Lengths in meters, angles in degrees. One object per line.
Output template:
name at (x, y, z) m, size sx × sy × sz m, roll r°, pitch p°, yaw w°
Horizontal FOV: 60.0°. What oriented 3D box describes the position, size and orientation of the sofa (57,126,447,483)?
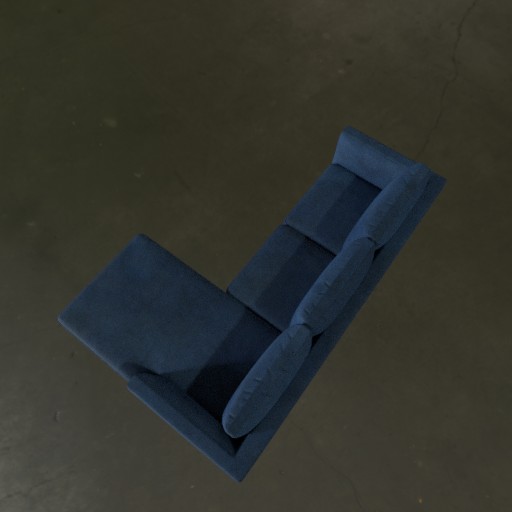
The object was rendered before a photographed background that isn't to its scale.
sofa at (0.000, 0.000, 3.197) m, size 1.622 × 0.987 × 2.438 m, roll 34°, pitch 69°, yaw 15°
